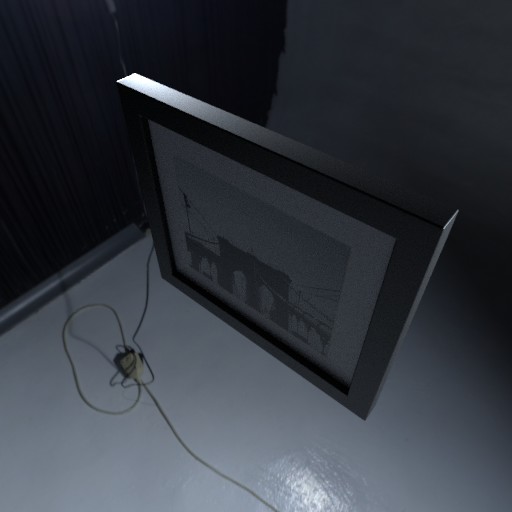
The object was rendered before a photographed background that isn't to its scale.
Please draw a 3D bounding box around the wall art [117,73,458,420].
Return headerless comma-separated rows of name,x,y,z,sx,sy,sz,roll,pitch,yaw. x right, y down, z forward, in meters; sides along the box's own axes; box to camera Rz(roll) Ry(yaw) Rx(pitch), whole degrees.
wall art,0.000,0.000,0.535,0.380,0.330,0.028,31,53,26
